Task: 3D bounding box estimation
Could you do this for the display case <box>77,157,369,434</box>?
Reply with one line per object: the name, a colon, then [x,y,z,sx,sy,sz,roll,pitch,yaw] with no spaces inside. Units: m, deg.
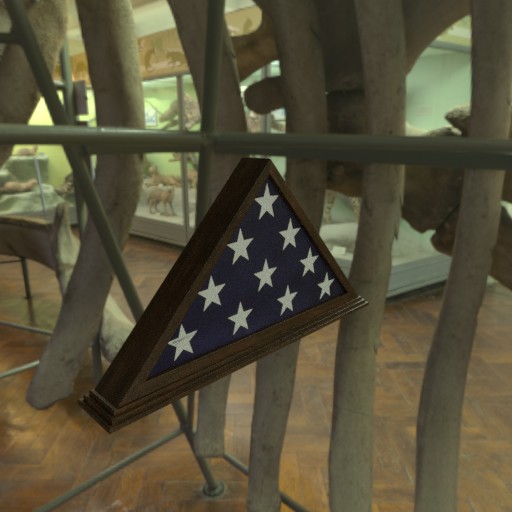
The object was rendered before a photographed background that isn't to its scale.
display case: [0.000,0.000,0.785,0.095,0.340,0.640,15,21,43]
